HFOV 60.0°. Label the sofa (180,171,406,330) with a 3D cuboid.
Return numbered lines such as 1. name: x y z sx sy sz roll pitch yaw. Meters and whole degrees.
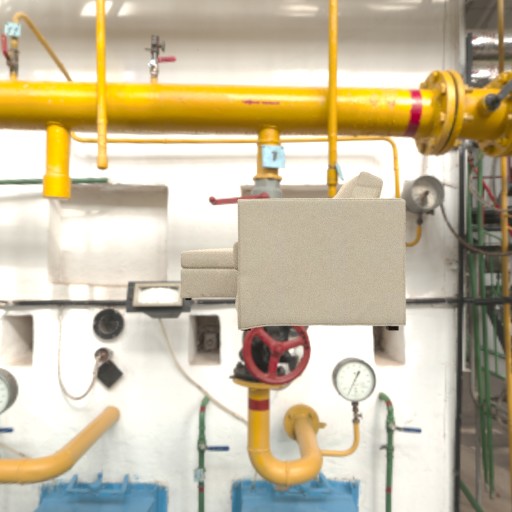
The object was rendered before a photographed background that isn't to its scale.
1. sofa: 0.000 0.000 4.001 1.650 0.922 3.205 0 -1 0
